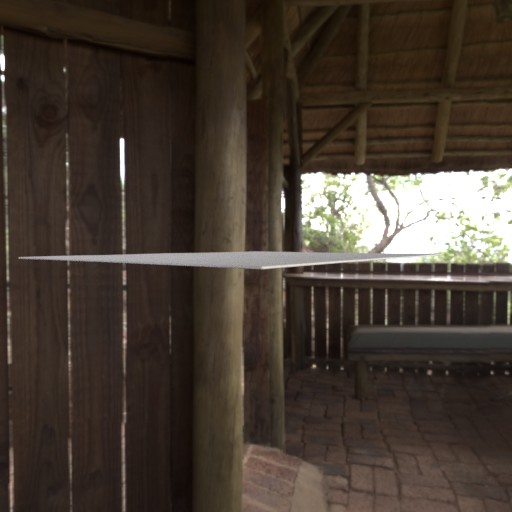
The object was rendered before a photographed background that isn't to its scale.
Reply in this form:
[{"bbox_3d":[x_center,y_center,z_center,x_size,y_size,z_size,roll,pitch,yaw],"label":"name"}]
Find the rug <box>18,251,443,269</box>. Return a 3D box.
[{"bbox_3d":[0.000,0.000,3.986,2.410,0.021,3.055,1,2,37],"label":"rug"}]
